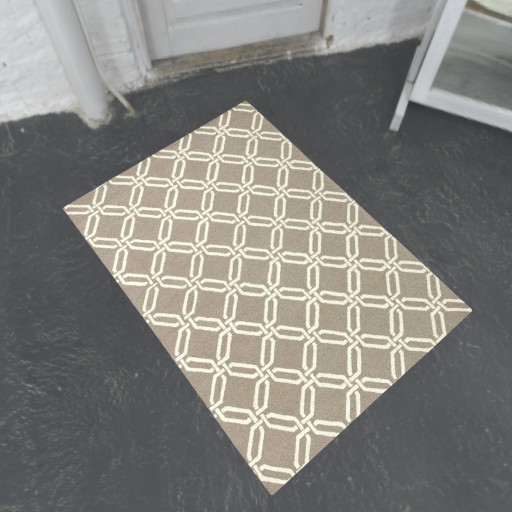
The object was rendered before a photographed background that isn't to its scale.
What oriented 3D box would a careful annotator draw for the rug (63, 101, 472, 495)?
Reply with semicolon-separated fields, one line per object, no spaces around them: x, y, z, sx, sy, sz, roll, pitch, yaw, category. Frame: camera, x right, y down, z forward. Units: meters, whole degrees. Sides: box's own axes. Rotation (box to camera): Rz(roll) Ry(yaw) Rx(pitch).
0.000;0.000;4.384;2.441;0.020;3.419;-36;69;-16;rug
